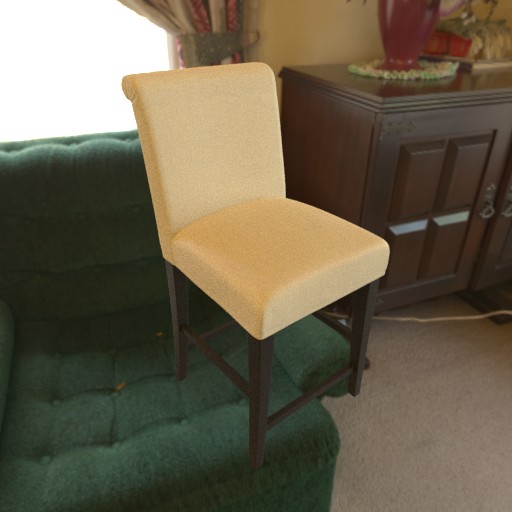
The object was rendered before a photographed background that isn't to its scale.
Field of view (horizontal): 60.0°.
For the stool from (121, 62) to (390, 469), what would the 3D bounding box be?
[{"bbox_3d":[0.000,0.000,1.297,0.452,0.976,0.597,-22,36,-33],"label":"stool"}]
